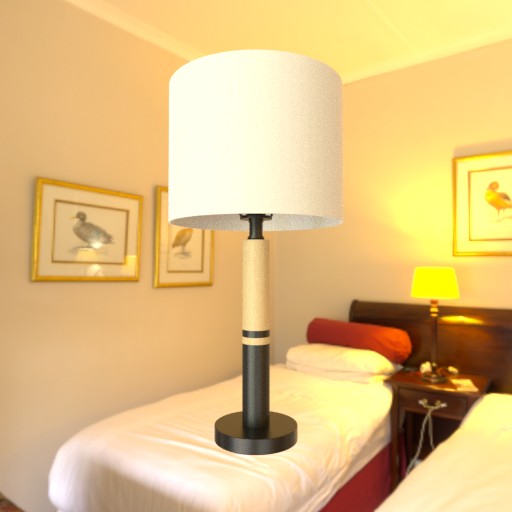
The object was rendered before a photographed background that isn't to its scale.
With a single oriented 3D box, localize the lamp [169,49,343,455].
[{"bbox_3d":[0.000,0.000,0.786,0.305,0.640,0.305,0,-2,0],"label":"lamp"}]
